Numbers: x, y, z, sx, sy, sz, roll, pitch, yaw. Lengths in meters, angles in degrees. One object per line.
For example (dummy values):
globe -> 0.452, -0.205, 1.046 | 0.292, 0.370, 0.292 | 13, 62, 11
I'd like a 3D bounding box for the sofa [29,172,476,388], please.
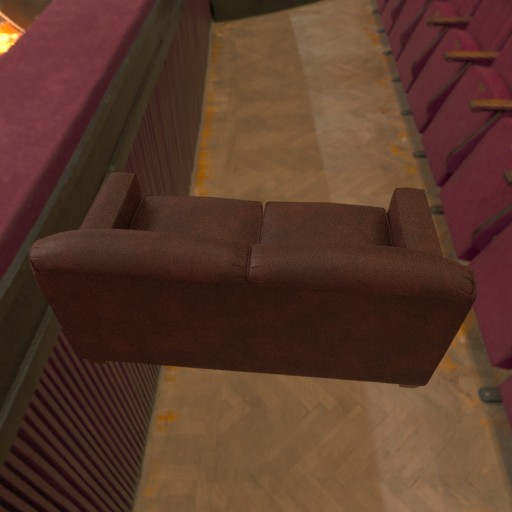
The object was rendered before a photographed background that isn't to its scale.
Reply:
sofa -> 0.000, 0.000, 2.375 | 1.856, 0.966, 1.000 | 4, 47, 3
